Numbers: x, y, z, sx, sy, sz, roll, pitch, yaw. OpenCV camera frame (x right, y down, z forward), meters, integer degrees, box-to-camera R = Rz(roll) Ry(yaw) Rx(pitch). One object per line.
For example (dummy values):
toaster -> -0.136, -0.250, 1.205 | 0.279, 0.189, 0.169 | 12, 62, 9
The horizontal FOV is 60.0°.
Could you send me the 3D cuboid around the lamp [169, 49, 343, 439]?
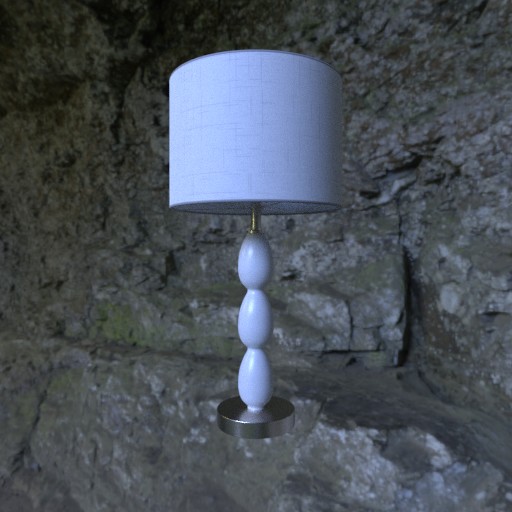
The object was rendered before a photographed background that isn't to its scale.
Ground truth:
lamp -> 0.000, 0.000, 0.738 | 0.282, 0.559, 0.280 | 0, 2, -18
